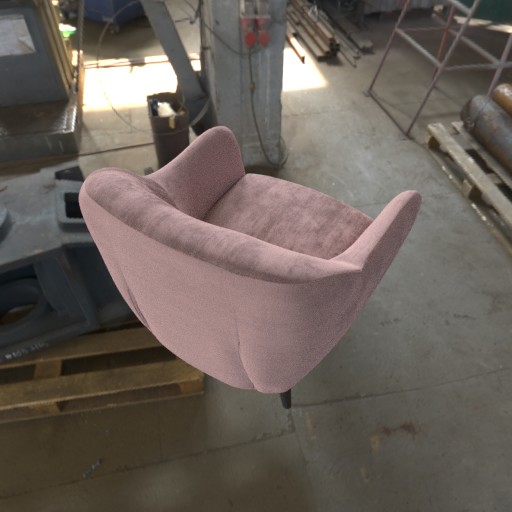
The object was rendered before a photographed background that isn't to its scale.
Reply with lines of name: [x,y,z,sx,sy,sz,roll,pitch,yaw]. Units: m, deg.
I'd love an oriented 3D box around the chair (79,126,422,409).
chair: [0.000,0.000,1.520,0.840,0.820,0.820,25,50,22]
